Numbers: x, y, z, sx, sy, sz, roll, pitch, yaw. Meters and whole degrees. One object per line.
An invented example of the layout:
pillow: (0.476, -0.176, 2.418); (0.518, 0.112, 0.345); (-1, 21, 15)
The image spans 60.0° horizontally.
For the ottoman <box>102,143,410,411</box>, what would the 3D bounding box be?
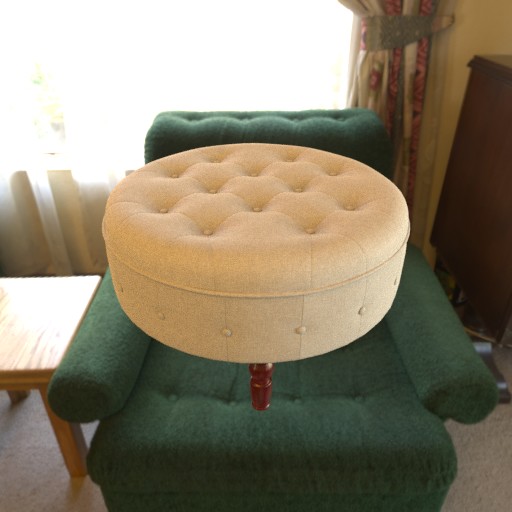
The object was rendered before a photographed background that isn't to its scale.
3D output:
ottoman: (0.000, 0.000, 1.359); (0.849, 0.478, 0.849); (0, 32, 0)
